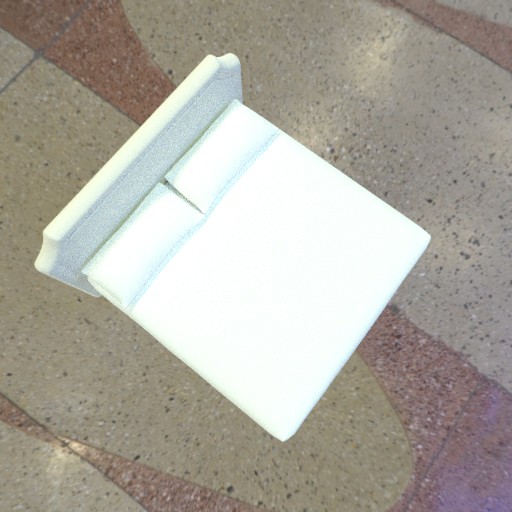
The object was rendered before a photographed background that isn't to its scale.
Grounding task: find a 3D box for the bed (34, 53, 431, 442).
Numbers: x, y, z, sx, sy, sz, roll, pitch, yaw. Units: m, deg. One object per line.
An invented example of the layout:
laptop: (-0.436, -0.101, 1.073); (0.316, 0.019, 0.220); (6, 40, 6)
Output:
bed: (0.000, 0.000, 3.470); (2.204, 1.301, 2.160); (37, 79, 9)
